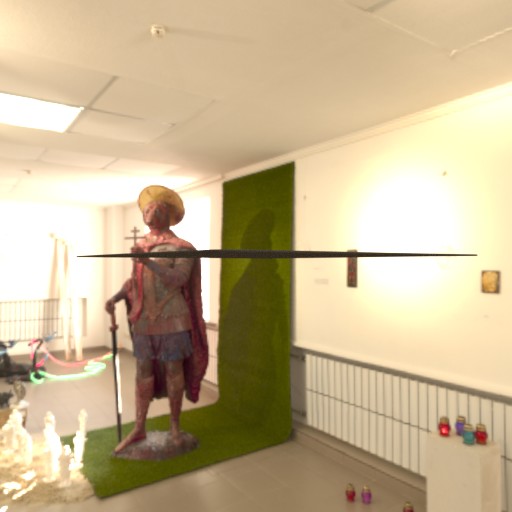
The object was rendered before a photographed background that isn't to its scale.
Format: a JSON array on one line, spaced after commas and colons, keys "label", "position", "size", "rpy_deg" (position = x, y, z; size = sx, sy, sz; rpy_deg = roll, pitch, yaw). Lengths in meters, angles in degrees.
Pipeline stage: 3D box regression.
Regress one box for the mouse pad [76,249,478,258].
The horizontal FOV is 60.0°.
[{"label": "mouse pad", "position": [0.000, 0.000, 0.631], "size": [0.393, 0.002, 0.451], "rpy_deg": [1, -1, -35]}]
